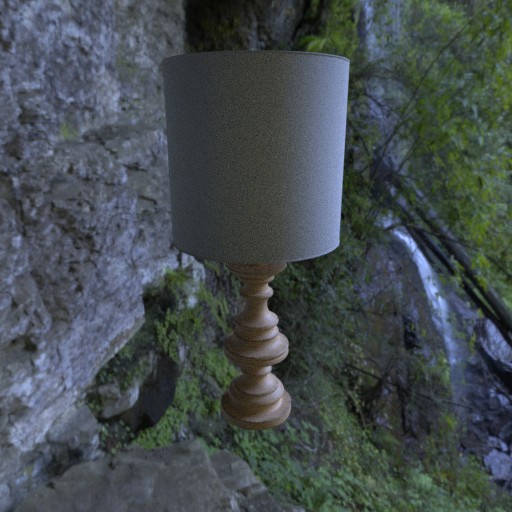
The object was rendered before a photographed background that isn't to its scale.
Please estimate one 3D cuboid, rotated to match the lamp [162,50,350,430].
[{"bbox_3d":[0.000,0.000,0.569,0.208,0.455,0.208,3,18,8],"label":"lamp"}]
